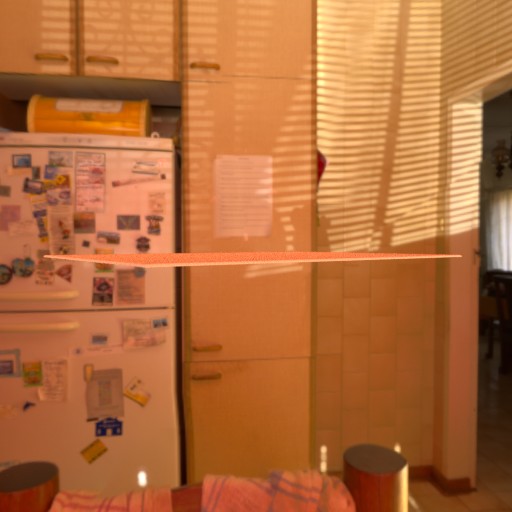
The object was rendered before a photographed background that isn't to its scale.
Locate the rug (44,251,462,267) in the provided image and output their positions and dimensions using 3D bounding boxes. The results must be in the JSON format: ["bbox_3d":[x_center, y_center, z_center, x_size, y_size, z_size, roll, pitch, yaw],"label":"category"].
[{"bbox_3d":[0.000,0.000,2.766,2.134,0.013,1.524,-1,2,-37],"label":"rug"}]
